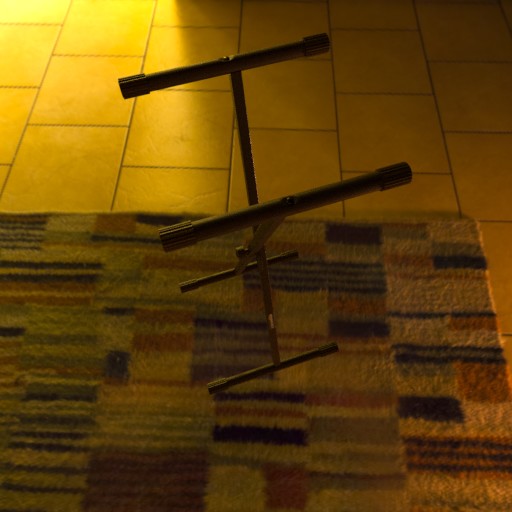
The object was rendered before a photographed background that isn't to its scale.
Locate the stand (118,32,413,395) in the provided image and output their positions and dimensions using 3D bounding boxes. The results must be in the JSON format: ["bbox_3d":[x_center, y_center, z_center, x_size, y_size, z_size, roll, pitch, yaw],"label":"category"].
[{"bbox_3d":[0.000,0.000,1.142,0.449,0.940,0.409,-16,63,-8],"label":"stand"}]
